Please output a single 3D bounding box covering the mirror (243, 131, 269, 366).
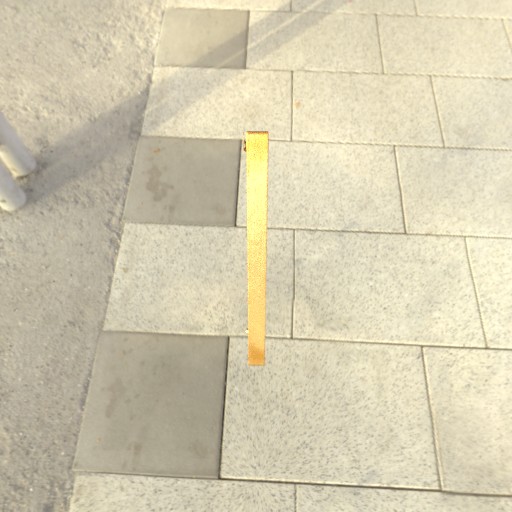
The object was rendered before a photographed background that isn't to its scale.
[{"bbox_3d":[0.000,0.000,0.851,0.032,0.679,0.419,0,63,0],"label":"mirror"}]
